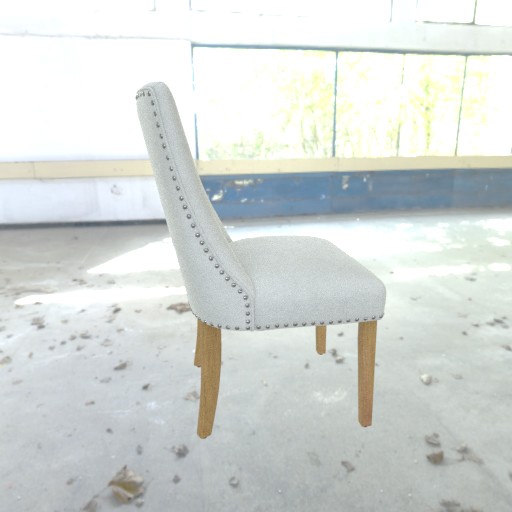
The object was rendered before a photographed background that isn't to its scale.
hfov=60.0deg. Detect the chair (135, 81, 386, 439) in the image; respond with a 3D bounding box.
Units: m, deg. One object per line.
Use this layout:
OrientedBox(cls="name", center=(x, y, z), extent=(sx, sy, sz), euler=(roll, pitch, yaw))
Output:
OrientedBox(cls="chair", center=(0.000, 0.000, 1.287), extent=(0.610, 0.902, 0.495), euler=(-2, 16, -9))
